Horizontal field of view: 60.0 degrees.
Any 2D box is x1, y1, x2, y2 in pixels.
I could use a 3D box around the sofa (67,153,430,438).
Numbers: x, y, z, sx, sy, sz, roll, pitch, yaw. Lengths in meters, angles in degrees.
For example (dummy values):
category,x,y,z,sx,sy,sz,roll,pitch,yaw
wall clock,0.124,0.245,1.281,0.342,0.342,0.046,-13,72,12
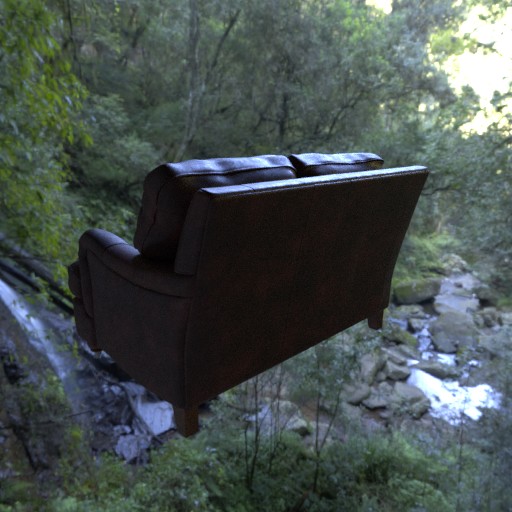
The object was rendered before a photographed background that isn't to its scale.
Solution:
category,x,y,z,sx,sy,sz,roll,pitch,yaw
sofa,0.000,0.000,2.368,1.628,1.070,1.148,-15,21,-42
